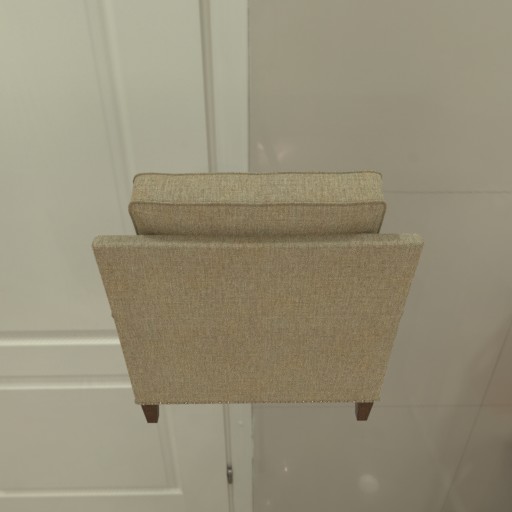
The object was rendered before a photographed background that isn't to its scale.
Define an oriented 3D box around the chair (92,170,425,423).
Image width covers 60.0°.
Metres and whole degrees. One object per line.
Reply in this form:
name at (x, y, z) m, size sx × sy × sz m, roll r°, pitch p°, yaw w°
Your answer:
chair at (0.000, 0.000, 1.712) m, size 0.853 × 0.943 × 1.014 m, roll 0°, pitch 30°, yaw -1°
